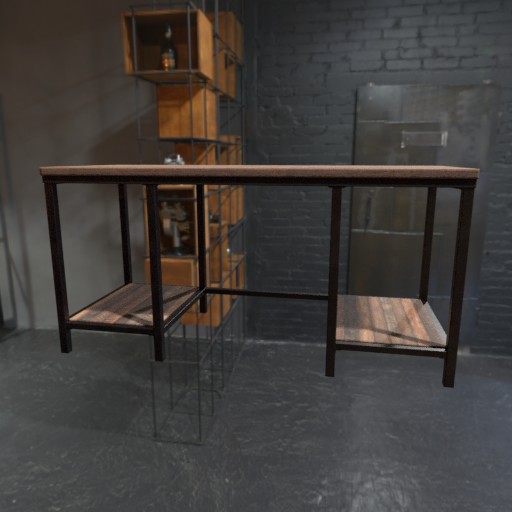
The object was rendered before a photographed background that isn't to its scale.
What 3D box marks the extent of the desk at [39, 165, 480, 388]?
[{"bbox_3d":[0.000,0.000,1.900,1.538,0.753,0.617,2,13,11],"label":"desk"}]
